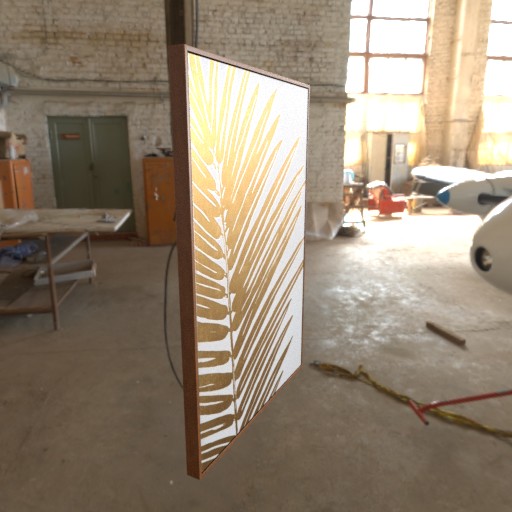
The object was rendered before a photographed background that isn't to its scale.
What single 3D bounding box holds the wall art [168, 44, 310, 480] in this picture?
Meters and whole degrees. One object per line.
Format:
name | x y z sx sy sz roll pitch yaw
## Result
wall art | 0.000 0.000 1.168 0.037 0.914 0.610 7 15 27
